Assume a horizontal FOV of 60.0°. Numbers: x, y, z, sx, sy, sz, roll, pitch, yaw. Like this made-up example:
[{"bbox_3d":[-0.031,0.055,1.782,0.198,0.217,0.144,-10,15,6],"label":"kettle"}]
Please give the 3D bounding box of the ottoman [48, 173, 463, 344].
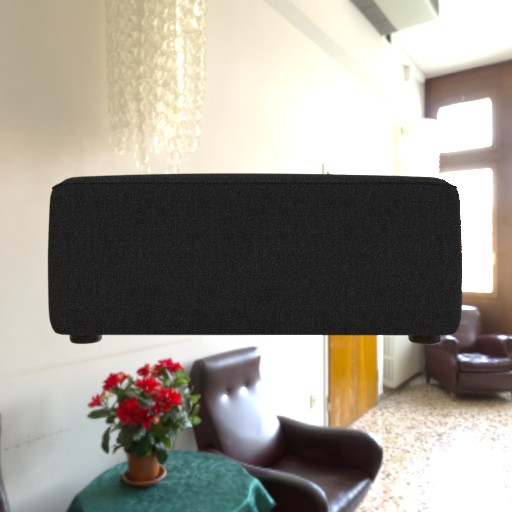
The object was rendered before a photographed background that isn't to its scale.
[{"bbox_3d":[0.000,0.000,1.526,1.000,0.439,1.000,0,-1,0],"label":"ottoman"}]
